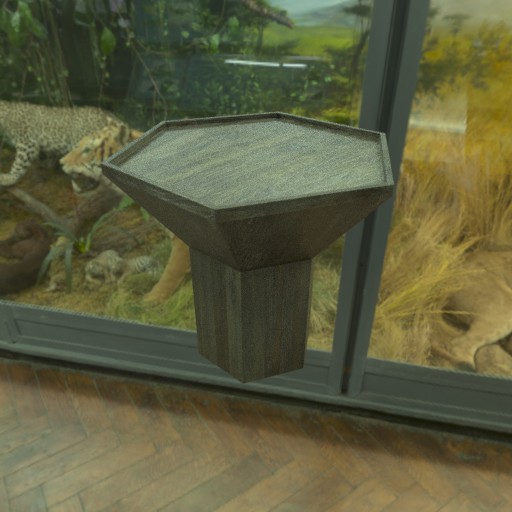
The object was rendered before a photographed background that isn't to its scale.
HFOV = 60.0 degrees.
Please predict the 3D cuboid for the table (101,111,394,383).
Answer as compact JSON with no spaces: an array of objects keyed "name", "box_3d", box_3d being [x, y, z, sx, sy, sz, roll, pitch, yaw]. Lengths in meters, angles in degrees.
[{"name":"table","box_3d":[0.000,0.000,1.169,0.683,0.586,0.592,-10,33,-16]}]
